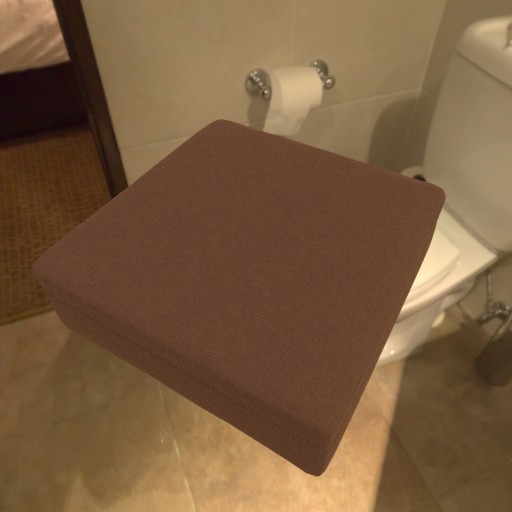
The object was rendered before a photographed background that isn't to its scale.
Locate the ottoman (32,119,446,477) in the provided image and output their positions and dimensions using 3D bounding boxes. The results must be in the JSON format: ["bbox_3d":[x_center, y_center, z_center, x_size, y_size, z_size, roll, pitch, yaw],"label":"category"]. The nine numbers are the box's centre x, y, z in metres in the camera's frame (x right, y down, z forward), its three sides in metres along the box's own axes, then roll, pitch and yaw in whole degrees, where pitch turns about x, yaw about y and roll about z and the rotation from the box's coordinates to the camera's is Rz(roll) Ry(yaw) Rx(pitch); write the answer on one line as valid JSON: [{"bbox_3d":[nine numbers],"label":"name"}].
[{"bbox_3d":[0.000,0.000,1.801,1.181,0.470,1.181,24,51,20],"label":"ottoman"}]
